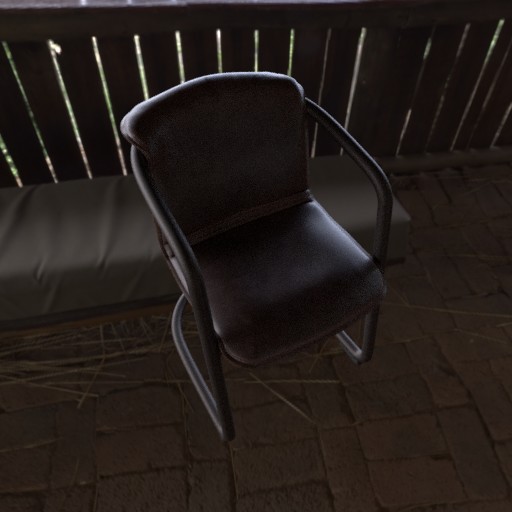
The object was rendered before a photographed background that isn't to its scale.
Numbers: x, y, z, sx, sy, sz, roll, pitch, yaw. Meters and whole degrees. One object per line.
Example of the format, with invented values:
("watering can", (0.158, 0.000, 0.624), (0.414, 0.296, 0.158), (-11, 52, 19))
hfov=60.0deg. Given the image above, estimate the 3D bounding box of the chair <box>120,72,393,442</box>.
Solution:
("chair", (0.000, 0.000, 1.253), (0.536, 0.836, 0.664), (-23, 51, -20))
